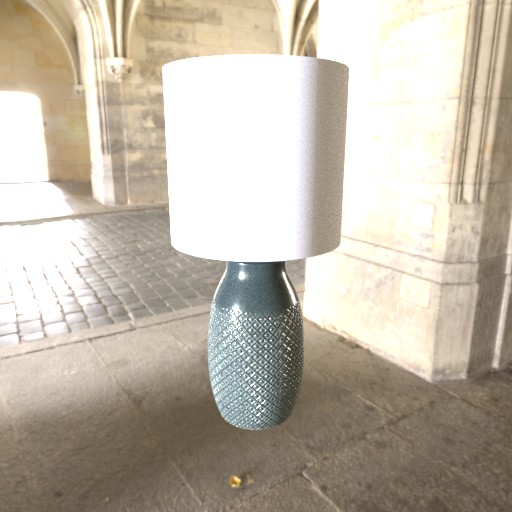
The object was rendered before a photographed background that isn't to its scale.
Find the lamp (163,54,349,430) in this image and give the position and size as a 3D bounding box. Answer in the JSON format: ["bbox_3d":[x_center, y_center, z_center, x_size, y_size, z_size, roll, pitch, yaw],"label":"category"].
[{"bbox_3d":[0.000,0.000,0.582,0.217,0.453,0.217,3,15,10],"label":"lamp"}]
